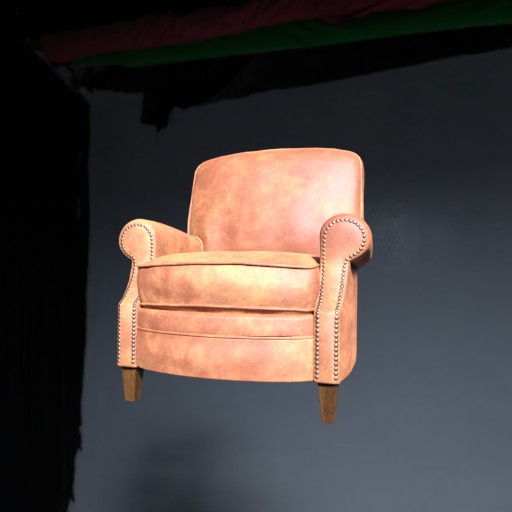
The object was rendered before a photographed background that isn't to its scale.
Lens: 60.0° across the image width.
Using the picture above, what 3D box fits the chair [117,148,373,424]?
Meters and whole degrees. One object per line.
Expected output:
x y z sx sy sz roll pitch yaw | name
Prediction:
0.000 0.000 1.811 0.936 1.018 0.986 0 0 17 | chair
